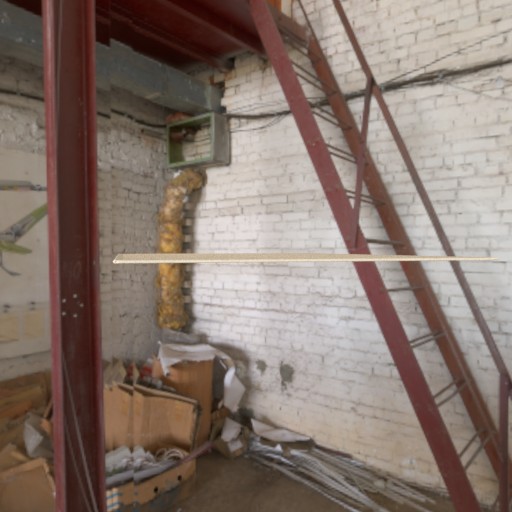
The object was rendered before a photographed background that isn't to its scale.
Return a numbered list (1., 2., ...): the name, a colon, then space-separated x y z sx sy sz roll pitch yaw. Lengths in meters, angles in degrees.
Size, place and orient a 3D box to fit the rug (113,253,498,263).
1. rug: 0.000 0.000 4.009 2.407 0.020 3.051 0 1 -17
